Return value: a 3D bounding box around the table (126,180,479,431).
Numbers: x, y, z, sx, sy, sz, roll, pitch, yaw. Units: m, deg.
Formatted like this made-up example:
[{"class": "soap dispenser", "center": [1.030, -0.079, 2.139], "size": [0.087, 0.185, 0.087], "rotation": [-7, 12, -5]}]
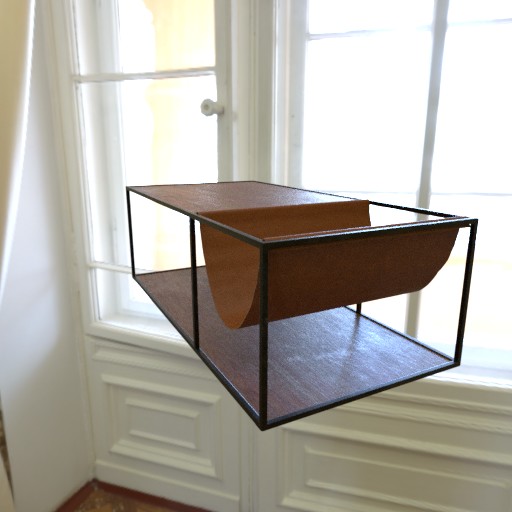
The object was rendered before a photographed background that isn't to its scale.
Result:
[{"class": "table", "center": [0.000, 0.000, 1.507], "size": [0.597, 0.403, 1.199], "rotation": [-7, 16, -27]}]
